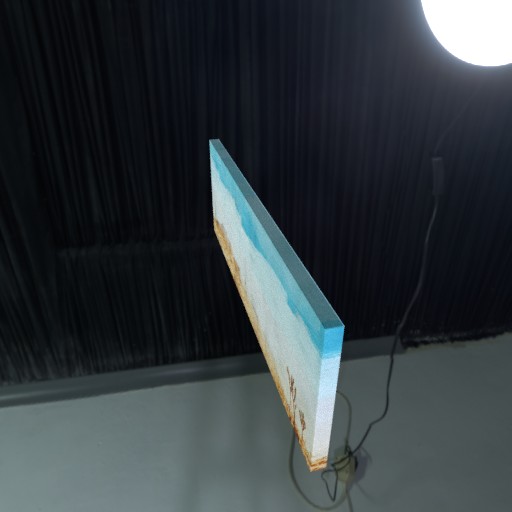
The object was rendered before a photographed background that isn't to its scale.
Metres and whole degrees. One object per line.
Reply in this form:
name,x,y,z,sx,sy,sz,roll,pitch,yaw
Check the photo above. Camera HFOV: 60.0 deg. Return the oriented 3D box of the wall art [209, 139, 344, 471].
wall art,0.000,0.000,0.868,0.044,0.254,0.759,-8,31,-13
